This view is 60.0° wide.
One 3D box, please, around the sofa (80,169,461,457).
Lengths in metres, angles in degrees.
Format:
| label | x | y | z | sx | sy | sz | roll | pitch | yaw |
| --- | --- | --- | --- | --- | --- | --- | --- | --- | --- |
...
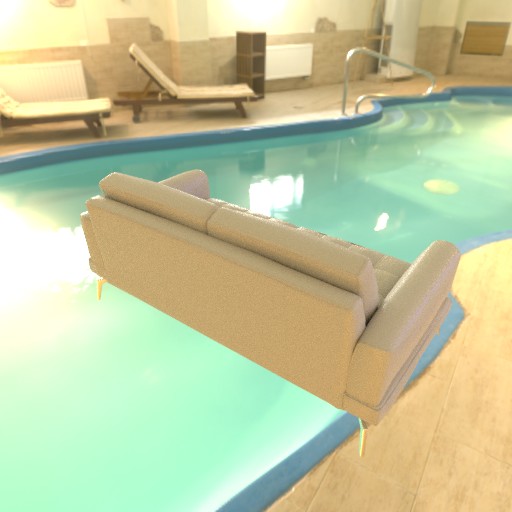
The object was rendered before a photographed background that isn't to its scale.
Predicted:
| label | x | y | z | sx | sy | sz | roll | pitch | yaw |
| --- | --- | --- | --- | --- | --- | --- | --- | --- | --- |
| sofa | 0.000 | 0.000 | 2.756 | 2.177 | 0.930 | 1.121 | 21 | 37 | 31 |
